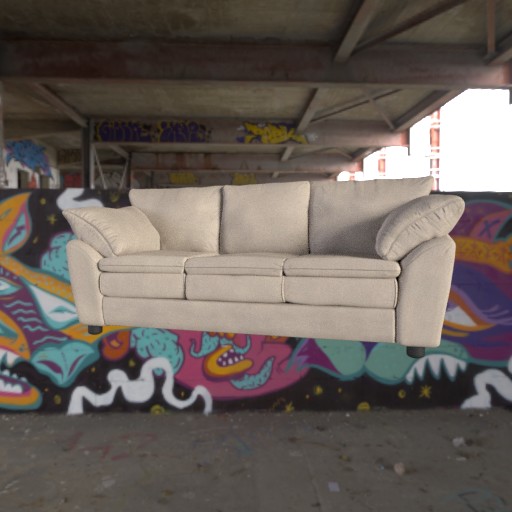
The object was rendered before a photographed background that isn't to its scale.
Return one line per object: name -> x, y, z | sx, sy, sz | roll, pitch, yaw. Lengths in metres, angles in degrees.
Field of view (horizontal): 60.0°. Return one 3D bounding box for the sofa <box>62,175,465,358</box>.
sofa -> 0.000, 0.000, 2.824 | 2.334, 0.996, 0.878 | 0, 1, 18
